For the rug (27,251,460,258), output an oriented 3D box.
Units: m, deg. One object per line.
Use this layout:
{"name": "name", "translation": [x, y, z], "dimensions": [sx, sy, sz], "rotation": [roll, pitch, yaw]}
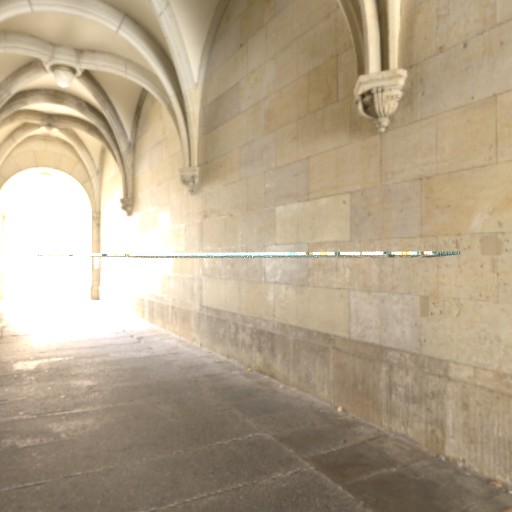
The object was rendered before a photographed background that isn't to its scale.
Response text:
{"name": "rug", "translation": [0.000, 0.000, 2.331], "dimensions": [1.811, 0.010, 1.212], "rotation": [0, -1, 17]}
